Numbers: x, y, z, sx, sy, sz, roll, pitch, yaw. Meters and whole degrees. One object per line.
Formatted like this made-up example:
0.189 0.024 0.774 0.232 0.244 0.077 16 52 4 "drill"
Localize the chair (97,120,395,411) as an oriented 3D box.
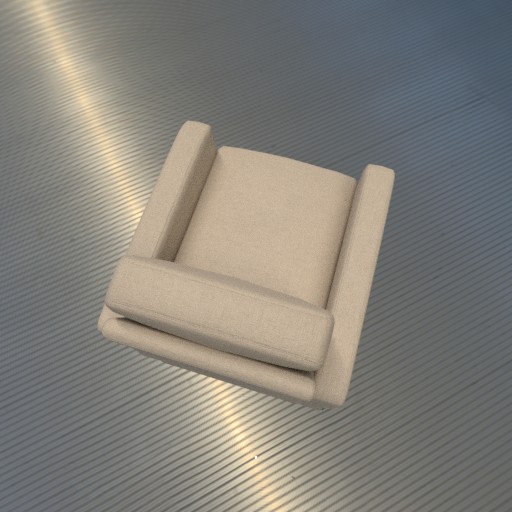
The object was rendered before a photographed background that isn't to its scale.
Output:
0.000 0.000 1.498 0.755 0.827 0.888 15 66 7 "chair"
